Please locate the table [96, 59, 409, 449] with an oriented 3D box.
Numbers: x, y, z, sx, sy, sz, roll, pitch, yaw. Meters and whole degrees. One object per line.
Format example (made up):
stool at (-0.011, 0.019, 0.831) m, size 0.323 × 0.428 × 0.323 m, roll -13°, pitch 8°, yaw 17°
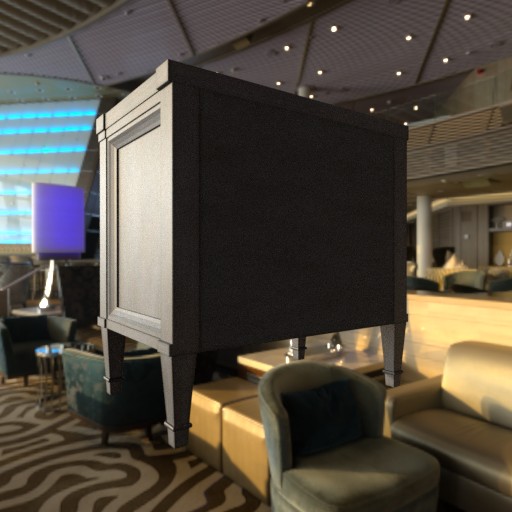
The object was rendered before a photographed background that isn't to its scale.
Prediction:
table at (0.000, 0.000, 1.099) m, size 0.660 × 0.660 × 0.413 m, roll 0°, pitch 0°, yaw -36°
